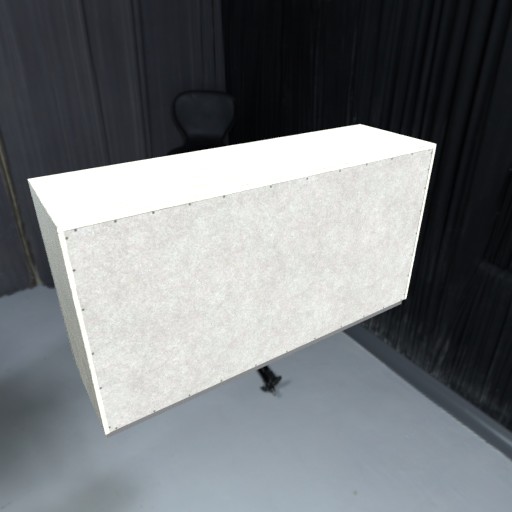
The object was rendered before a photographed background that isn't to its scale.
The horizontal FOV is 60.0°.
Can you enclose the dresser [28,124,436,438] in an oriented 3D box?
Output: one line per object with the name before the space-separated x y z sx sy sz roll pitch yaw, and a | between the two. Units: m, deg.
dresser | 0.000 0.000 2.002 1.628 0.889 0.483 -17 33 -28
